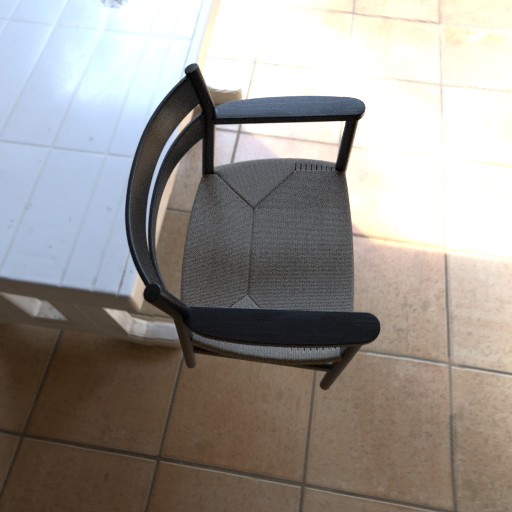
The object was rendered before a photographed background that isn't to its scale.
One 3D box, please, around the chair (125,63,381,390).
[{"bbox_3d":[0.000,0.000,1.206,0.508,0.775,0.630,3,64,2],"label":"chair"}]
